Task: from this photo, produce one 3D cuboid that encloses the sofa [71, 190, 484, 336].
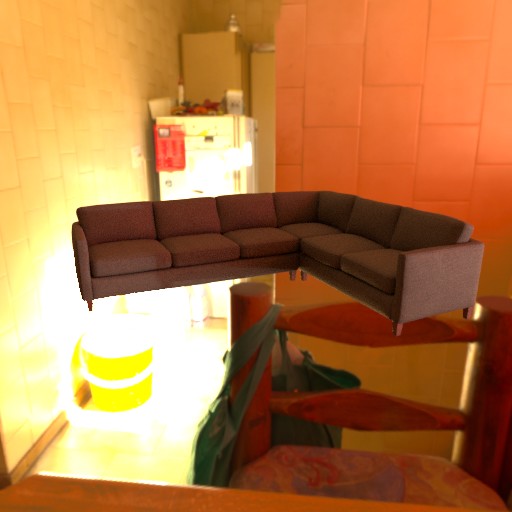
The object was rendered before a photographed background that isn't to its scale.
[{"bbox_3d":[0.000,0.000,4.406,3.302,0.947,2.593,-7,17,-23],"label":"sofa"}]
